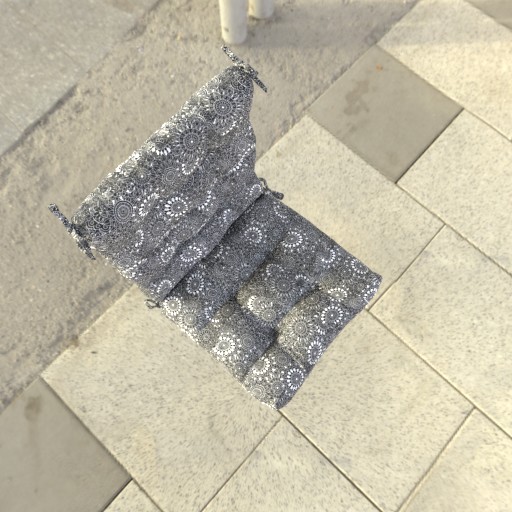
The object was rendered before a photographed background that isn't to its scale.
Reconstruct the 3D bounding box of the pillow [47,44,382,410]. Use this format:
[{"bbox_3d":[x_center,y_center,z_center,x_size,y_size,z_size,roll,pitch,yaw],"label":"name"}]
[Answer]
[{"bbox_3d":[0.000,0.000,1.047,0.571,0.605,0.519,40,77,11],"label":"pillow"}]
